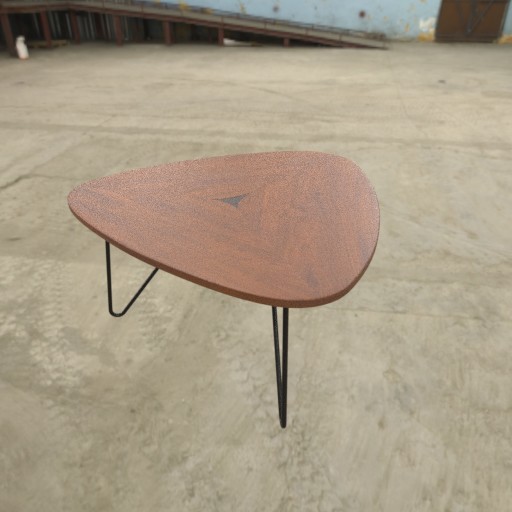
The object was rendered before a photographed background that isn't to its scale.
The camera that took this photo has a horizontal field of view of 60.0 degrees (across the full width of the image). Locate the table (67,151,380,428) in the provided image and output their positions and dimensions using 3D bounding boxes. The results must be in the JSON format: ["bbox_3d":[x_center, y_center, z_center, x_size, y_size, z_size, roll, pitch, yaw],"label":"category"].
[{"bbox_3d":[0.000,0.000,1.308,0.833,0.413,0.821,23,38,33],"label":"table"}]
